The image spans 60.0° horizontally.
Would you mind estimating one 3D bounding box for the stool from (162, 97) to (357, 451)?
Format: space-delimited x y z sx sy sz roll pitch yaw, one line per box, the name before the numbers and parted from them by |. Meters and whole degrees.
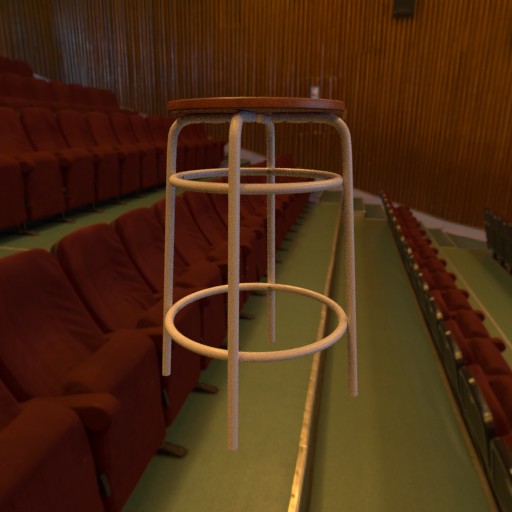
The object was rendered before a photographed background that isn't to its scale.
stool | 0.000 0.000 0.935 0.455 0.610 0.455 3 16 11
